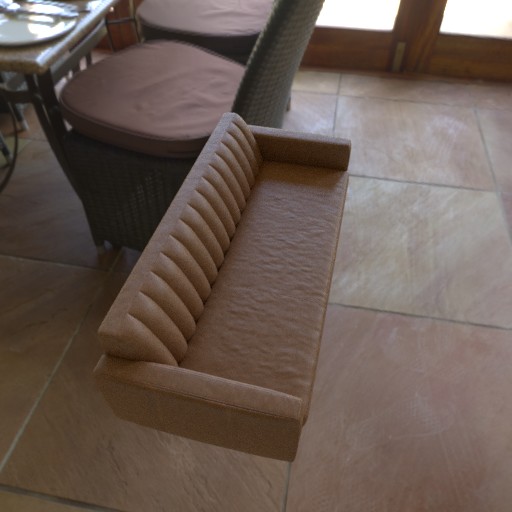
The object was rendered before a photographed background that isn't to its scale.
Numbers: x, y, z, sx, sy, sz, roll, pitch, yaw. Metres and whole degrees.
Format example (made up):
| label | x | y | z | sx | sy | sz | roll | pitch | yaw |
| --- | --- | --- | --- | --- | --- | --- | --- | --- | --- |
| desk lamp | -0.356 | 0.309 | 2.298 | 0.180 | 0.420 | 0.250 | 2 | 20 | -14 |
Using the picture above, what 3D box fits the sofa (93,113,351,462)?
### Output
| label | x | y | z | sx | sy | sz | roll | pitch | yaw |
| --- | --- | --- | --- | --- | --- | --- | --- | --- | --- |
| sofa | 0.000 | 0.000 | 2.828 | 0.990 | 0.821 | 2.291 | 10 | 48 | 9 |
